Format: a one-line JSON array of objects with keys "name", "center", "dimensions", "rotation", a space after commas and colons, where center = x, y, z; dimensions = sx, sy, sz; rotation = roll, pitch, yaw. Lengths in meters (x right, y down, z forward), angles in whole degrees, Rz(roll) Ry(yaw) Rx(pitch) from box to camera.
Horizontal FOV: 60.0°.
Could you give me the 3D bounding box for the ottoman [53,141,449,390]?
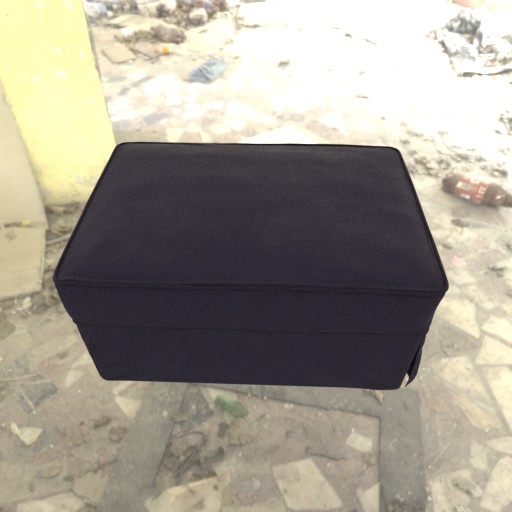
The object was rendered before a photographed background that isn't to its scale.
[{"name": "ottoman", "center": [0.000, 0.000, 1.342], "dimensions": [0.938, 0.503, 0.637], "rotation": [1, 45, 1]}]
